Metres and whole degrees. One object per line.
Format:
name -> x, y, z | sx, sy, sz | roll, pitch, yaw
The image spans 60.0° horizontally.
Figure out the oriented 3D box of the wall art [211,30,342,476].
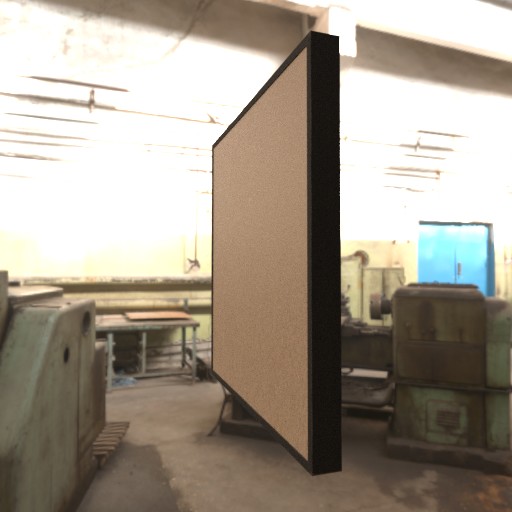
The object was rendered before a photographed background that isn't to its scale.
wall art -> 0.000, 0.000, 0.751 | 0.038, 0.508, 0.508 | 0, -2, -19
